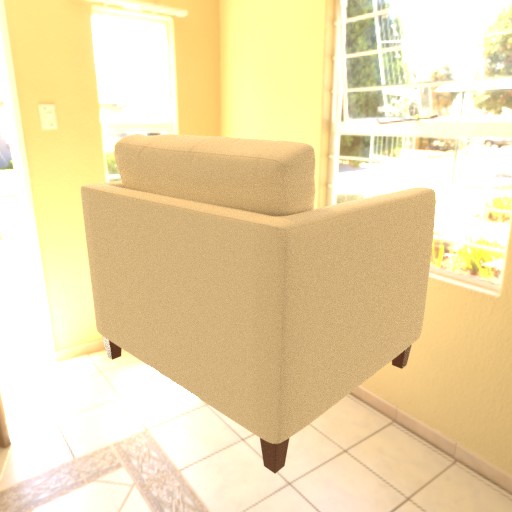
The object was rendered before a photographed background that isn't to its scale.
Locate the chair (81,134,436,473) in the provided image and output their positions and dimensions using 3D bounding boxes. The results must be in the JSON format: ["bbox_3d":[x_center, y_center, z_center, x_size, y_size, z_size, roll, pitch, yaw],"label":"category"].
[{"bbox_3d":[0.000,0.000,1.665,1.019,0.885,0.878,15,23,41],"label":"chair"}]
